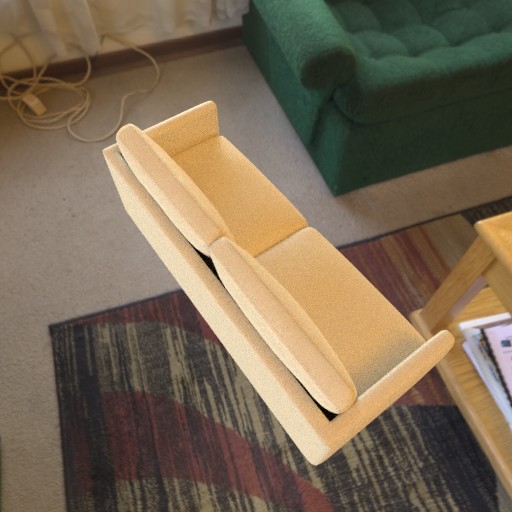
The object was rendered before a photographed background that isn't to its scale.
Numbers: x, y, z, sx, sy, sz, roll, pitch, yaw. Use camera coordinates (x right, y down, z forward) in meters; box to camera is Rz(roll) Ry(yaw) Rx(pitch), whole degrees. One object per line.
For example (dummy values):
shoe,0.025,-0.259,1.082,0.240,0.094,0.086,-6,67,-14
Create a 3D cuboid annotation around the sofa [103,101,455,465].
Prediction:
sofa,0.000,0.000,2.959,0.948,0.965,2.434,-32,63,-18
